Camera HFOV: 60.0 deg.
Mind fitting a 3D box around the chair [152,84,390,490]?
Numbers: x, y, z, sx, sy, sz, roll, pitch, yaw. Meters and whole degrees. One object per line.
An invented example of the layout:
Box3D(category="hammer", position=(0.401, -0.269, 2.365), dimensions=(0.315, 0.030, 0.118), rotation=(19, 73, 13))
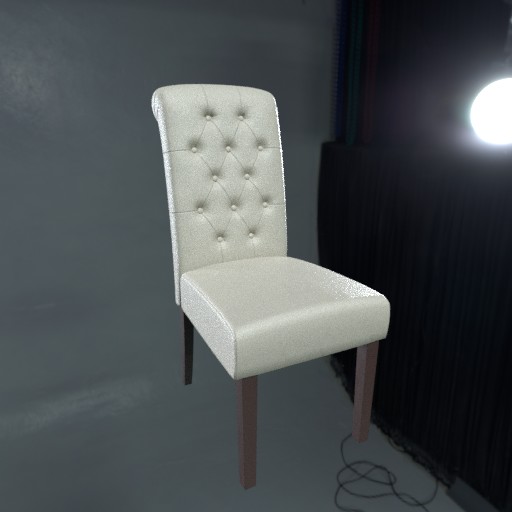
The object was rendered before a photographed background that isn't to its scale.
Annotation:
Box3D(category="chair", position=(0.000, 0.000, 1.335), dimensions=(0.456, 1.006, 0.671), rotation=(-8, 18, -27))
